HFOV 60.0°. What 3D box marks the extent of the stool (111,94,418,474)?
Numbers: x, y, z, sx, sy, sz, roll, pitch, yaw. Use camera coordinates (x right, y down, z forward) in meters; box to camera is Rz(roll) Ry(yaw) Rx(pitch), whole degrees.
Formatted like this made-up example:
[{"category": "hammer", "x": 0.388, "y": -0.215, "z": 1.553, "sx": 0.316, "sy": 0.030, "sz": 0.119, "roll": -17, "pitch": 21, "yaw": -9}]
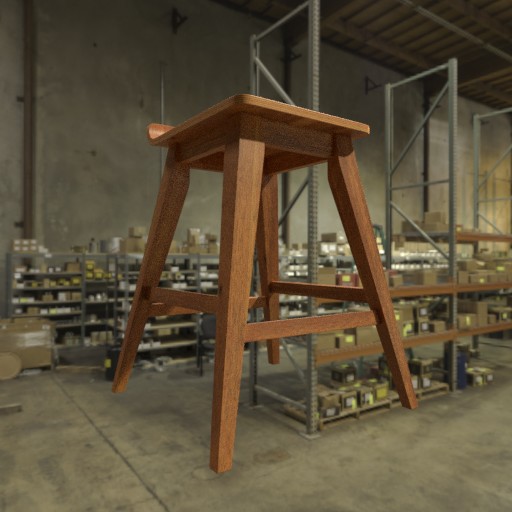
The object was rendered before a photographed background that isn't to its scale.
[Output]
[{"category": "stool", "x": 0.000, "y": 0.000, "z": 1.009, "sx": 0.500, "sy": 0.650, "sz": 0.500, "roll": 0, "pitch": 0, "yaw": -36}]
